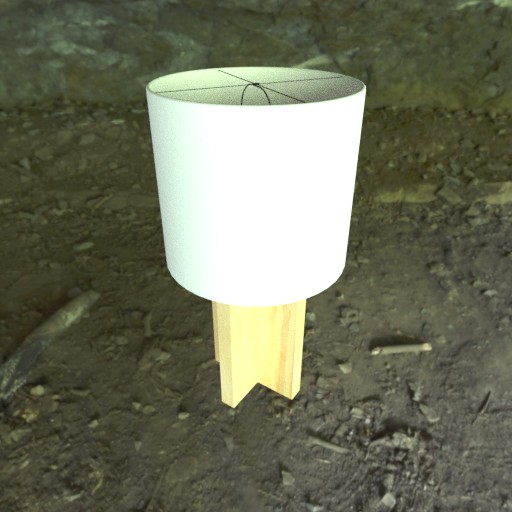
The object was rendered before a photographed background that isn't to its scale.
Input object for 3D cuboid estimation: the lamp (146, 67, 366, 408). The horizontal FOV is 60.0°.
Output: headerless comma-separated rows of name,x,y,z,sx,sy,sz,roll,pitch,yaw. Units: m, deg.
lamp,0.000,0.000,0.578,0.229,0.428,0.229,19,36,29
